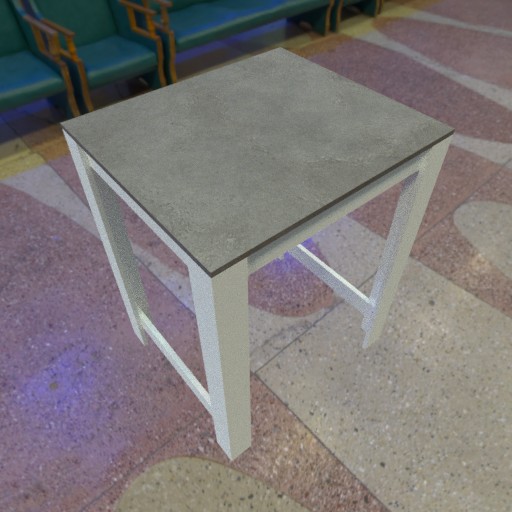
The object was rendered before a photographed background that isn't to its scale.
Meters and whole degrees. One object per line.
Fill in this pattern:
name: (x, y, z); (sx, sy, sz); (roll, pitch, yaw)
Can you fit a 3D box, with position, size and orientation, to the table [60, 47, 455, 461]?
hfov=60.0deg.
table: (0.000, 0.000, 1.562); (0.800, 1.020, 0.700); (-31, 54, -26)
